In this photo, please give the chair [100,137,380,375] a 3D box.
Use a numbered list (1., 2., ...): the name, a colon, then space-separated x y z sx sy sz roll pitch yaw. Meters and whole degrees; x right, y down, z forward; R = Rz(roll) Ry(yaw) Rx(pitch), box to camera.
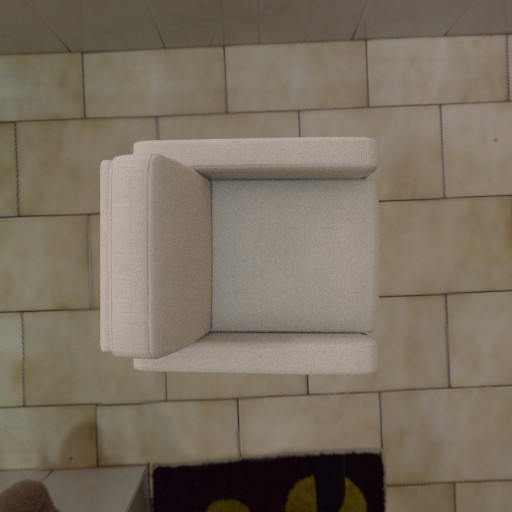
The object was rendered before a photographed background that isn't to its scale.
1. chair: 0.000 0.000 1.537 0.888 0.827 0.755 0 90 0
